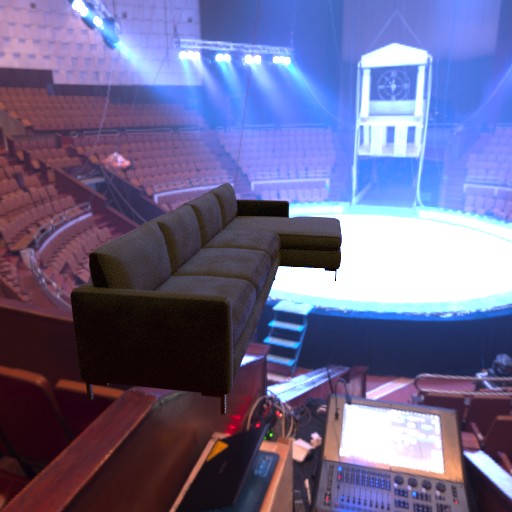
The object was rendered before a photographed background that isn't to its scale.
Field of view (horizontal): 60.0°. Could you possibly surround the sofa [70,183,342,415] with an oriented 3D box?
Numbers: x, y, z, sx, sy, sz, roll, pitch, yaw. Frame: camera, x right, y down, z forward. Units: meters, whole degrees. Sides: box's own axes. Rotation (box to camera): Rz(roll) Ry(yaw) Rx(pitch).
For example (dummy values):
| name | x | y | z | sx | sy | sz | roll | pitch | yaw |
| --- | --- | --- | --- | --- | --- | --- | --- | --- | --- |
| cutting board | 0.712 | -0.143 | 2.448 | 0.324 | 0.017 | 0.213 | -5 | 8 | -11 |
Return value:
| name | x | y | z | sx | sy | sz | roll | pitch | yaw |
| --- | --- | --- | --- | --- | --- | --- | --- | --- | --- |
| sofa | 0.000 | 0.000 | 3.202 | 1.255 | 0.756 | 2.725 | 3 | 16 | 9 |
